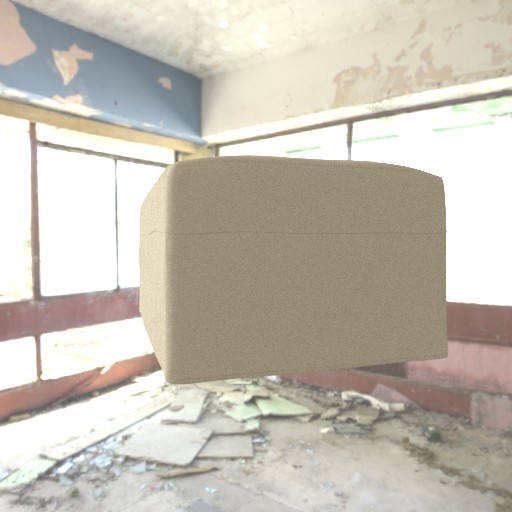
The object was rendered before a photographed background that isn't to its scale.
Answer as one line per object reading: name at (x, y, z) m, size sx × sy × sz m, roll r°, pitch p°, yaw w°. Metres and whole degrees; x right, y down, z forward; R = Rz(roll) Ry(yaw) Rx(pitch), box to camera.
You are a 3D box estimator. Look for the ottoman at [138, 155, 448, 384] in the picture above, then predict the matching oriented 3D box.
ottoman at (0.000, 0.000, 1.215) m, size 0.590 × 0.444 × 0.872 m, roll -1°, pitch 2°, yaw -18°
